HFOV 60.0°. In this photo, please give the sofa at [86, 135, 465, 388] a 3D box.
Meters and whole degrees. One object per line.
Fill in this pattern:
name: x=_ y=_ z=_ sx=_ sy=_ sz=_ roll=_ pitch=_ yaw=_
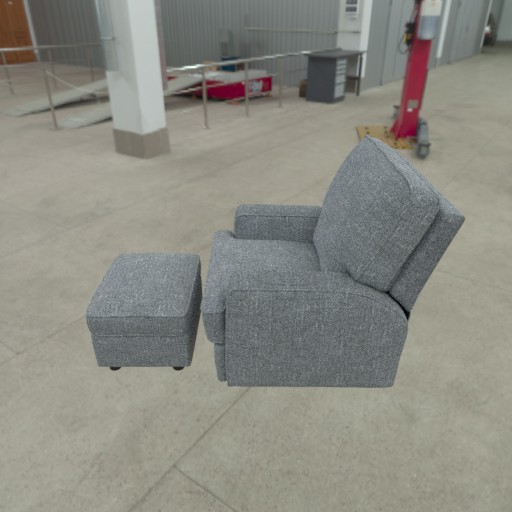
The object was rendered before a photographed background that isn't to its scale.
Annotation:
sofa: x=0.000 y=0.000 z=2.042 sx=1.472 sy=0.959 sz=0.861 roll=0 pitch=29 yaw=0
